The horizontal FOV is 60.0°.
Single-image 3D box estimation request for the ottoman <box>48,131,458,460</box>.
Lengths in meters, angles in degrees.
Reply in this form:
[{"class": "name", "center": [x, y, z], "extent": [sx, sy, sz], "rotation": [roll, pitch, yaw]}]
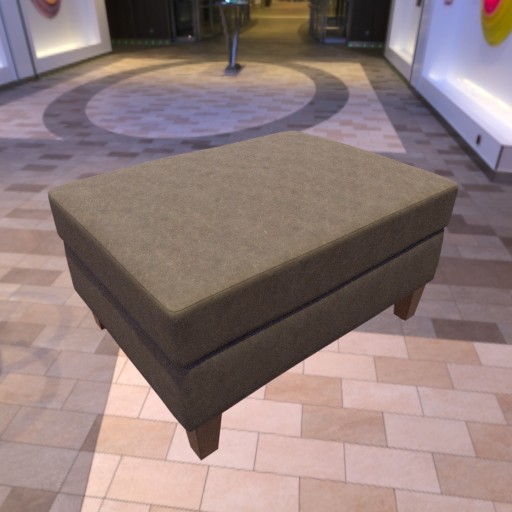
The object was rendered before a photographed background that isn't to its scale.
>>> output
[{"class": "ottoman", "center": [0.000, 0.000, 1.203], "extent": [0.839, 0.464, 0.639], "rotation": [-23, 38, -33]}]
